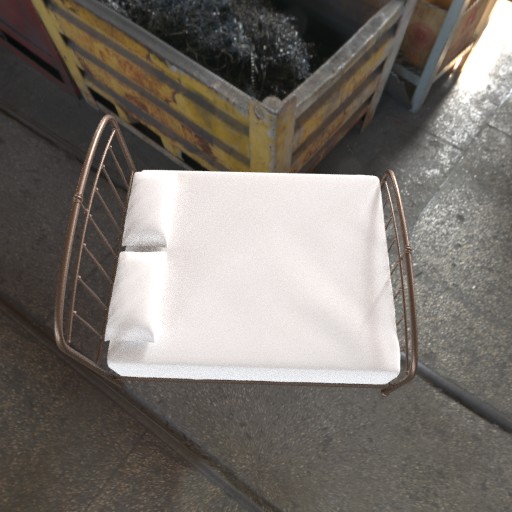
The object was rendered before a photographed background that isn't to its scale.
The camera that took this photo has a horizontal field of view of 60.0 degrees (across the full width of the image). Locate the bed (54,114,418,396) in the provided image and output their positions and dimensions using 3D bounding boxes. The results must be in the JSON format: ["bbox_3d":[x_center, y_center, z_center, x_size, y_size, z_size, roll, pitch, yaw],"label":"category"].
[{"bbox_3d":[0.000,0.000,3.240,2.168,1.475,1.711,2,64,1],"label":"bed"}]
